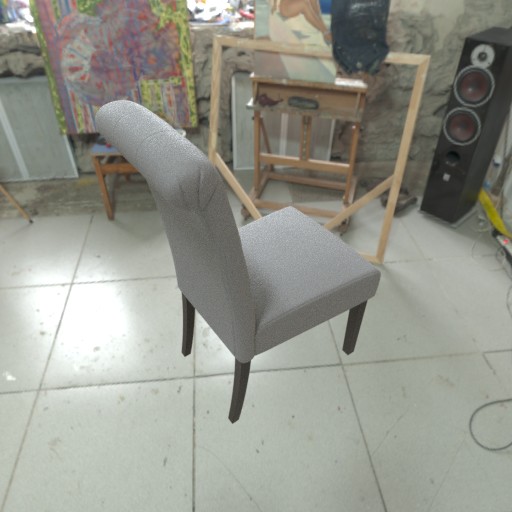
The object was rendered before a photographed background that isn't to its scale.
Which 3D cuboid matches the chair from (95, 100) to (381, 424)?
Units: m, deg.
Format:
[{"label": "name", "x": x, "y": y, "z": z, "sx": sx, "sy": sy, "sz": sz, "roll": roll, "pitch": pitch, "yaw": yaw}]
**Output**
[{"label": "chair", "x": 0.000, "y": 0.000, "z": 1.367, "sx": 0.671, "sy": 1.006, "sz": 0.456, "roll": -25, "pitch": 46, "yaw": -26}]
